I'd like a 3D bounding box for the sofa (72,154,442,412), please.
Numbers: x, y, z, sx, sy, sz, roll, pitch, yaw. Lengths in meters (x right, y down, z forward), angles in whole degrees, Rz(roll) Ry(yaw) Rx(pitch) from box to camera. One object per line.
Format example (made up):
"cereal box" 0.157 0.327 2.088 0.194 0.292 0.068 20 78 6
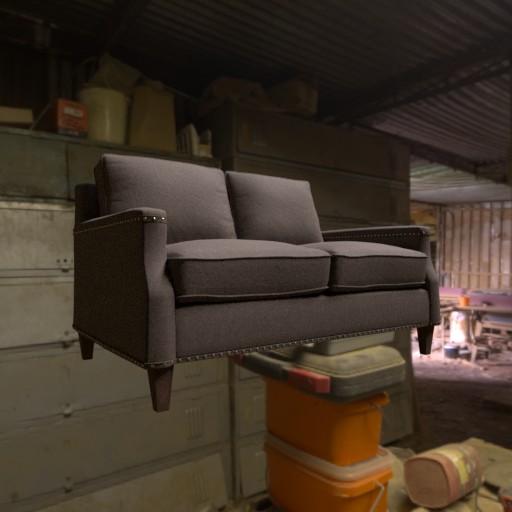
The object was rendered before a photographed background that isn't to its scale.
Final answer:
"sofa" 0.000 0.000 2.237 1.597 1.003 1.084 0 0 -35
